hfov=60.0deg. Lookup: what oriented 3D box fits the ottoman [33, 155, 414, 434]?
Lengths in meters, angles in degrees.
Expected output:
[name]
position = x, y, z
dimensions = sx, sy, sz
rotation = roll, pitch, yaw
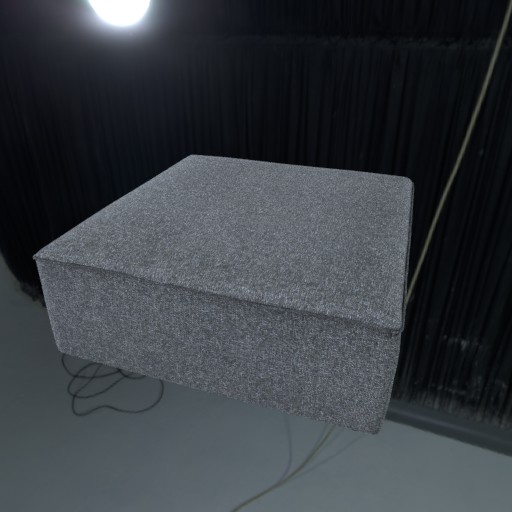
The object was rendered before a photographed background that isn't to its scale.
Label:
[ottoman]
position = 0.000, 0.000, 1.585
dimensions = 1.021, 0.423, 1.017
rotation = 10, 31, 17
